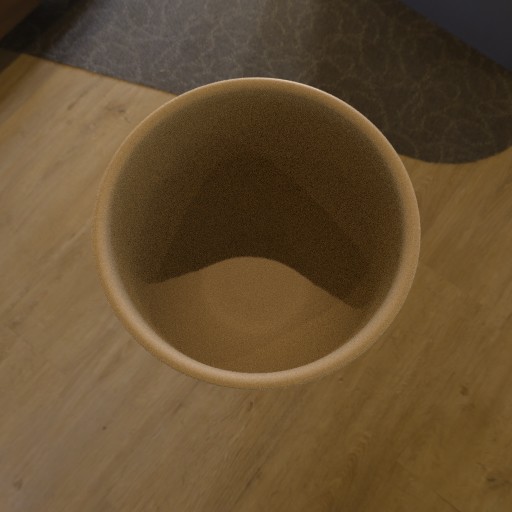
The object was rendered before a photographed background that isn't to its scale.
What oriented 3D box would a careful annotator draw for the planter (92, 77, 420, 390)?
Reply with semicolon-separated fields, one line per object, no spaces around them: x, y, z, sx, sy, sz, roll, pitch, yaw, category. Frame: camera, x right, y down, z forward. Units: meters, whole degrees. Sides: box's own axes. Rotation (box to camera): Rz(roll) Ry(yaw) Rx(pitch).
0.000;0.000;0.302;0.170;0.152;0.170;0;75;0;planter
